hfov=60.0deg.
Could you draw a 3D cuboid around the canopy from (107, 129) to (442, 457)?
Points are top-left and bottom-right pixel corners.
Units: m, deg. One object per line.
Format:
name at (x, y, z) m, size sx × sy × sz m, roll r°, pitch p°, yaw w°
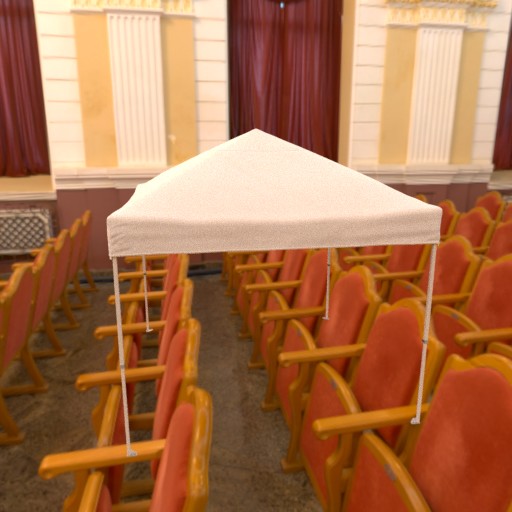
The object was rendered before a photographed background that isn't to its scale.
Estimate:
canopy at (0.000, 0.000, 5.427) m, size 2.996 × 2.997 × 2.998 m, roll -2°, pitch 14°, yaw -10°
